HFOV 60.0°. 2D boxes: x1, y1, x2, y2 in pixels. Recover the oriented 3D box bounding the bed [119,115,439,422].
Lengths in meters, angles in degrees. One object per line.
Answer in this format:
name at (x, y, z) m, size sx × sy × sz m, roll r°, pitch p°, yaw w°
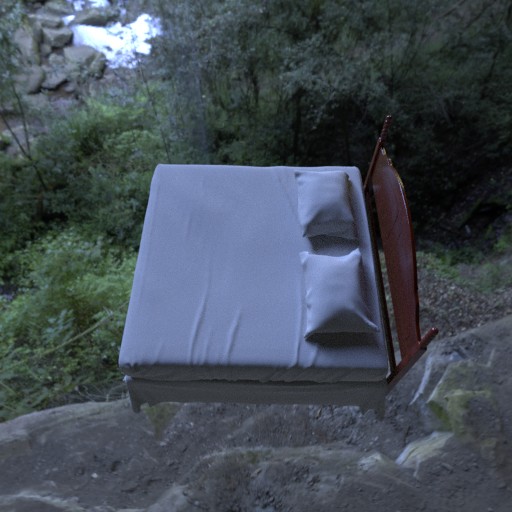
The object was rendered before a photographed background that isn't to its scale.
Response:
bed at (0.000, 0.000, 3.675) m, size 2.219 × 1.355 × 2.322 m, roll 1°, pitch 57°, yaw 1°
